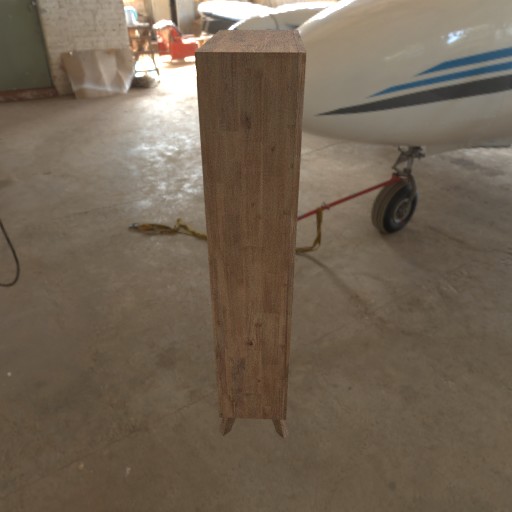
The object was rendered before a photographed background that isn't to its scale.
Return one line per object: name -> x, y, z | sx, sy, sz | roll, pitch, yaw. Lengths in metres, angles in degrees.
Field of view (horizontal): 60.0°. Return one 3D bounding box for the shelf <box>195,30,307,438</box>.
shelf -> 0.000, 0.000, 1.518 | 0.267, 1.342, 0.491 | 1, 32, 2
